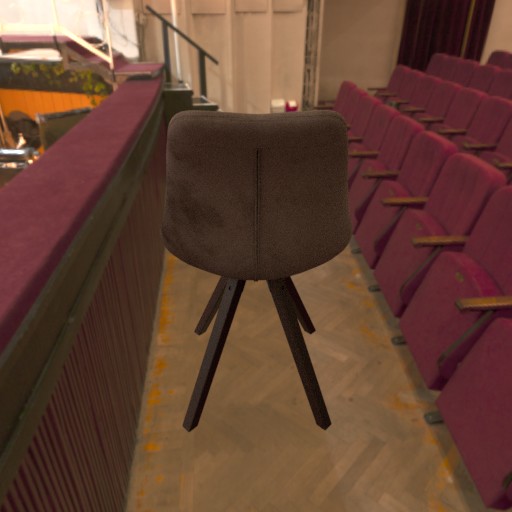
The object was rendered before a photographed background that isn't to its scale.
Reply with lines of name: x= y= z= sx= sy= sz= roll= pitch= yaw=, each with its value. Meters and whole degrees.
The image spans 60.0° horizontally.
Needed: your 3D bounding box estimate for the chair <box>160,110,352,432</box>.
chair: x=0.000 y=0.000 z=1.193 sx=0.476 sy=0.850 sz=0.550 roll=0 pitch=29 yaw=-1
